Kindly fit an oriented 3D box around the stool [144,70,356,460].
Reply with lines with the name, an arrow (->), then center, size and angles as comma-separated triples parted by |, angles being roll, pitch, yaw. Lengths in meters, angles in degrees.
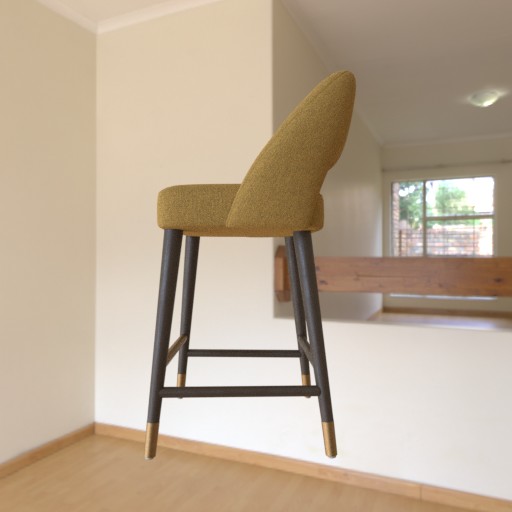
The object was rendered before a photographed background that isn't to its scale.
stool -> 0.000, 0.000, 1.247 | 0.522, 0.939, 0.536 | 0, 0, -1
